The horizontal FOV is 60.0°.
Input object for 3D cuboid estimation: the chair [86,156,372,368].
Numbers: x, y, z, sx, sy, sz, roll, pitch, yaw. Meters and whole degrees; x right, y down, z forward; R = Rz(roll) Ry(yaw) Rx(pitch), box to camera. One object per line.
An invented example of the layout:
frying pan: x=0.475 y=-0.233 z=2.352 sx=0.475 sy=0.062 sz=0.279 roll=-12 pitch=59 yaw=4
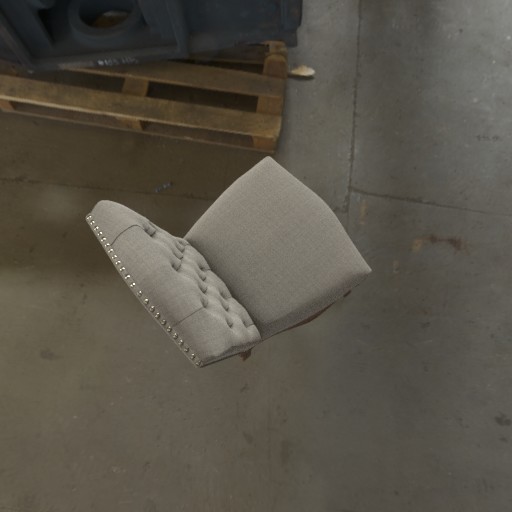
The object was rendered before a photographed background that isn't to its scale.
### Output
chair: x=0.000 y=0.000 z=1.622 sx=0.731 sy=1.191 sz=0.637 roll=-38 pitch=78 yaw=-9
